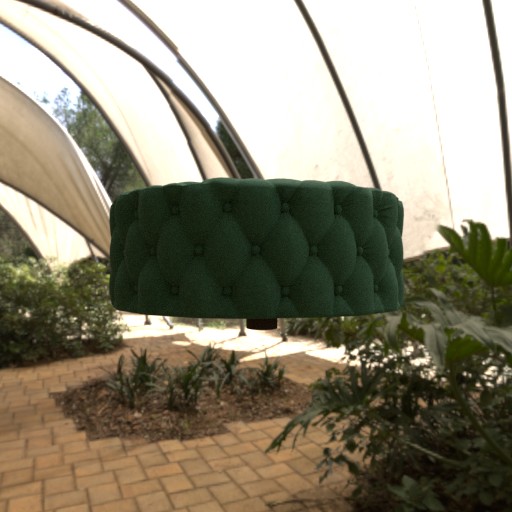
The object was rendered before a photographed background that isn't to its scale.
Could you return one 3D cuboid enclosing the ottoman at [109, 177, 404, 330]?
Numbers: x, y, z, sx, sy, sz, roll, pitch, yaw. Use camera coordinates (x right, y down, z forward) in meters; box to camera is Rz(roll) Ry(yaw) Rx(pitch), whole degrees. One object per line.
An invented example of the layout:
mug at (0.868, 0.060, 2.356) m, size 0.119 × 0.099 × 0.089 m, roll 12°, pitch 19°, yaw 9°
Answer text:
ottoman at (0.000, 0.000, 1.564) m, size 0.998 × 0.399 × 0.998 m, roll 0°, pitch -1°, yaw 0°
